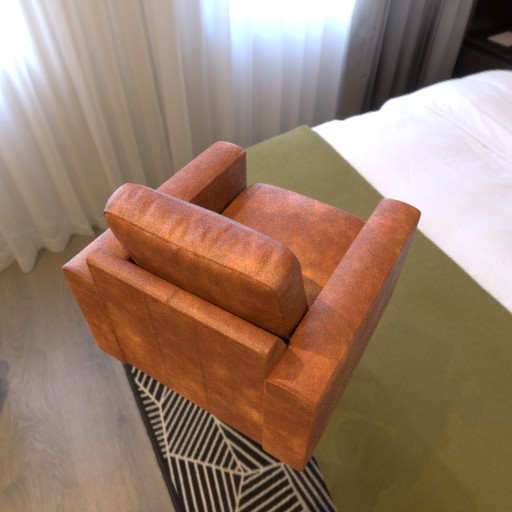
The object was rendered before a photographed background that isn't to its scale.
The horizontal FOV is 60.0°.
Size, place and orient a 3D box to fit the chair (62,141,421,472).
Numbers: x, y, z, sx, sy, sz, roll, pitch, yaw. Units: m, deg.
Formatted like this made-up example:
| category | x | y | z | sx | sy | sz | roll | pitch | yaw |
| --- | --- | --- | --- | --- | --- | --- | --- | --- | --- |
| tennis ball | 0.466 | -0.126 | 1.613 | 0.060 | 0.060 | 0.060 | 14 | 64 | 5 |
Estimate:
| category | x | y | z | sx | sy | sz | roll | pitch | yaw |
| --- | --- | --- | --- | --- | --- | --- | --- | --- | --- |
| chair | 0.000 | 0.000 | 1.764 | 1.005 | 0.873 | 1.016 | 24 | 51 | 21 |
